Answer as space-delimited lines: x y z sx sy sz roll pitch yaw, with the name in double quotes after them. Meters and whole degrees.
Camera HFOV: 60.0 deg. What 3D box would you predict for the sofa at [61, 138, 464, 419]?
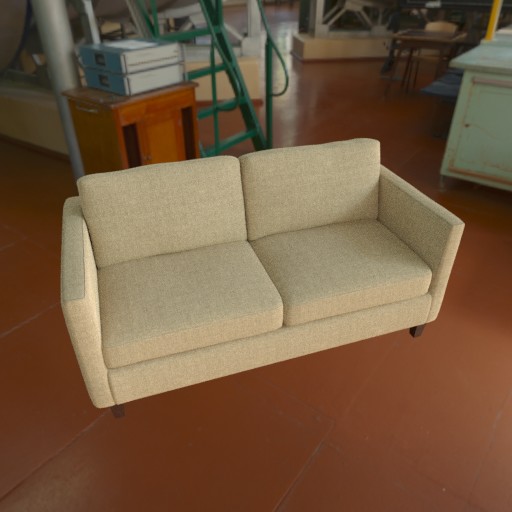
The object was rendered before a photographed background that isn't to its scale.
0.000 0.000 2.409 1.884 0.963 0.950 -11 36 -15 "sofa"
